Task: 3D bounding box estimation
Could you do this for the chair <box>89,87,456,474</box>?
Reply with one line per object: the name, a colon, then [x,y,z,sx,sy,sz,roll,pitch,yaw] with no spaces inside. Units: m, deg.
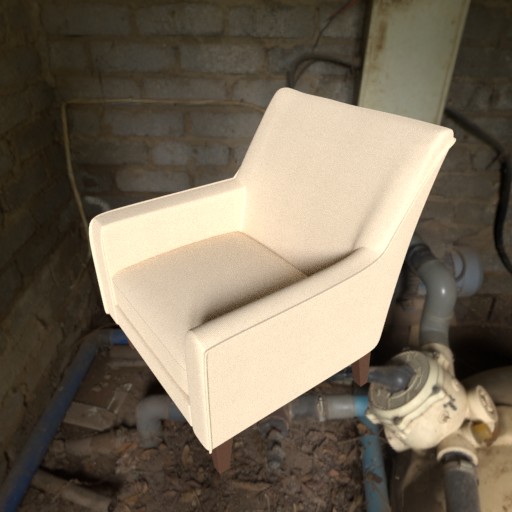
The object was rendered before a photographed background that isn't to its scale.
chair: [0.000,0.000,1.541,0.899,0.919,0.780,-21,37,-30]
